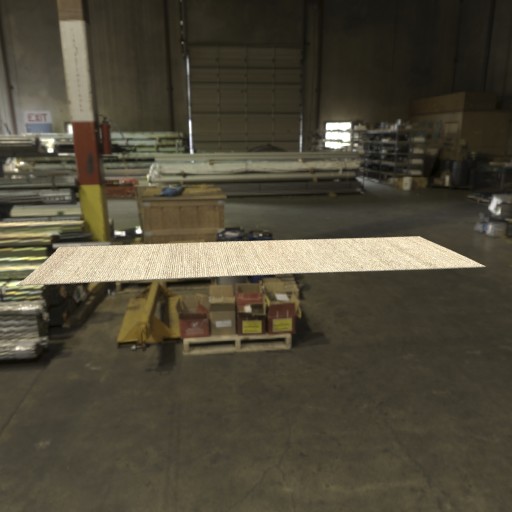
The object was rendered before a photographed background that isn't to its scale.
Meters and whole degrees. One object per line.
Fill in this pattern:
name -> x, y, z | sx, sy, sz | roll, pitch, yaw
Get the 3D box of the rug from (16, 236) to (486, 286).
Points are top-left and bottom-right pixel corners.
rug -> 0.000, 0.000, 2.571 | 2.390, 0.014, 0.741 | -2, 15, -7
